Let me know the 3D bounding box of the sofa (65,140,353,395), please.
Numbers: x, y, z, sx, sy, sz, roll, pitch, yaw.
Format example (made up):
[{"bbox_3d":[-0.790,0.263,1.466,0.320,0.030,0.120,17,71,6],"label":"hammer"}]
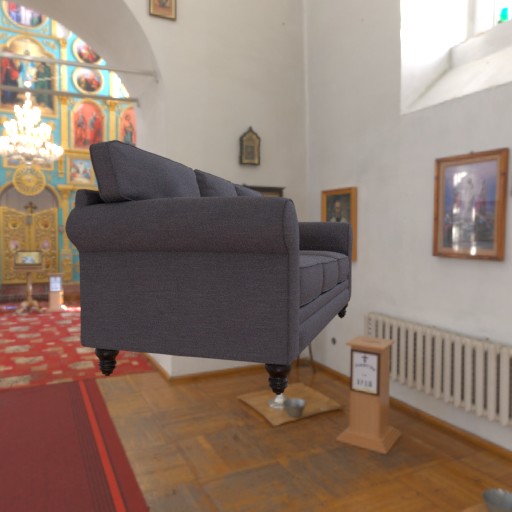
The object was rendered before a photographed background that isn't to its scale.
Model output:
[{"bbox_3d":[0.000,0.000,2.575,0.909,0.966,2.084,0,2,18],"label":"sofa"}]
